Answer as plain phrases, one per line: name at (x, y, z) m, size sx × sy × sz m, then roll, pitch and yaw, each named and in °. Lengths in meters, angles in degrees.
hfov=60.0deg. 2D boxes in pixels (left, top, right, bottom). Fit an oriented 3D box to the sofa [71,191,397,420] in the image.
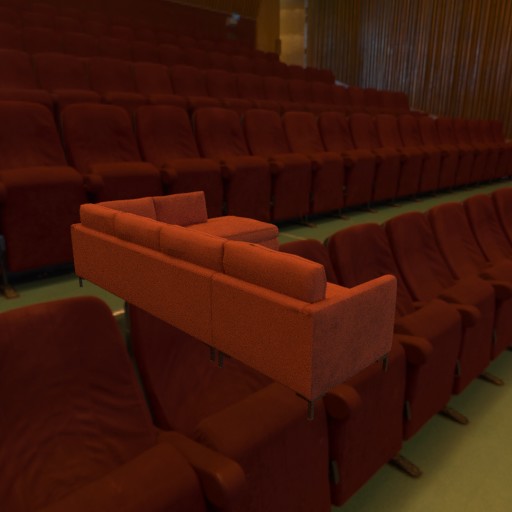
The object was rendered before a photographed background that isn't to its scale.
sofa at (0.000, 0.000, 3.561) m, size 1.879 × 0.757 × 2.736 m, roll -15°, pitch 21°, yaw -42°
